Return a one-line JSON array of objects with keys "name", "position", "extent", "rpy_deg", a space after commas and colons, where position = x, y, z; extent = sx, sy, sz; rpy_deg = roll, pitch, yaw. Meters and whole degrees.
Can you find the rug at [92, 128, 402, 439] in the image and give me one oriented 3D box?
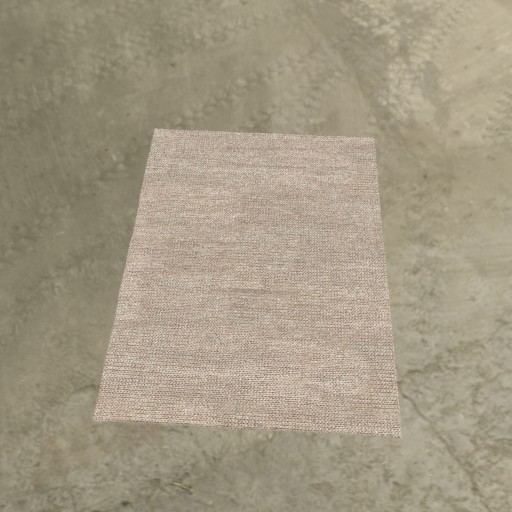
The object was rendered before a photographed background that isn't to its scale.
[{"name": "rug", "position": [0.000, 0.000, 4.147], "extent": [2.429, 0.030, 3.052], "rpy_deg": [3, 63, 1]}]
